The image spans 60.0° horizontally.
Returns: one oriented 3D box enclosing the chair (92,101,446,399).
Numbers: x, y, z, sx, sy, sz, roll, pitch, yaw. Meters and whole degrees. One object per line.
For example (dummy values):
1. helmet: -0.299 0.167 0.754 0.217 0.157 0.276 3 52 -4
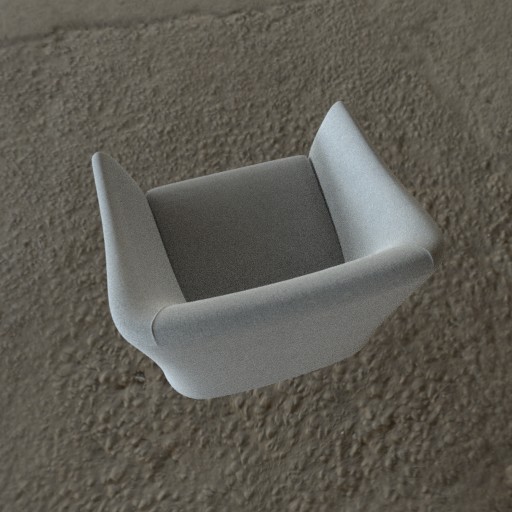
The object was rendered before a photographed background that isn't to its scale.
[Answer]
1. chair: 0.000 0.000 1.347 0.790 0.720 0.700 -14 61 -8
